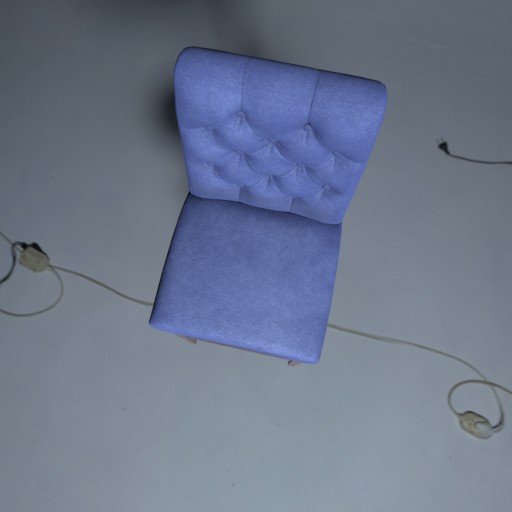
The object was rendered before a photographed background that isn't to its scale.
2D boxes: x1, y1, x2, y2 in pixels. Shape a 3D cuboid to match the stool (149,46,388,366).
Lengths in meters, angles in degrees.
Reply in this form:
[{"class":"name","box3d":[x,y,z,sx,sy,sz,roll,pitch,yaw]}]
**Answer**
[{"class":"stool","box3d":[0.000,0.000,1.417,0.493,1.140,0.601,12,75,3]}]
